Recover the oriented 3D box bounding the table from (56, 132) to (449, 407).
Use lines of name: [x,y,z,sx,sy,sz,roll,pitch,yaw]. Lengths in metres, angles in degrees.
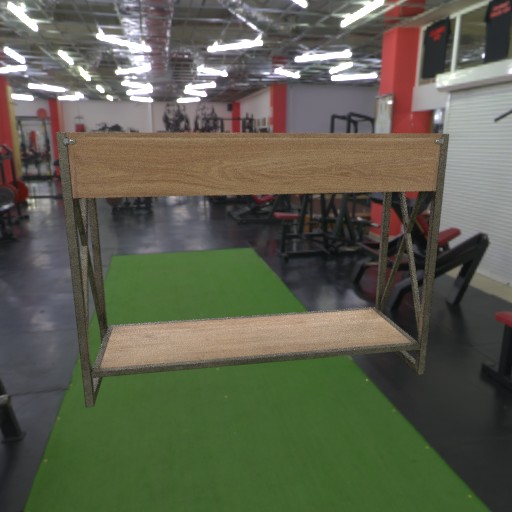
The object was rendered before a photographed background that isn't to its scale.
table: [0.000,0.000,1.438,1.059,0.763,0.361,-3,15,-10]
